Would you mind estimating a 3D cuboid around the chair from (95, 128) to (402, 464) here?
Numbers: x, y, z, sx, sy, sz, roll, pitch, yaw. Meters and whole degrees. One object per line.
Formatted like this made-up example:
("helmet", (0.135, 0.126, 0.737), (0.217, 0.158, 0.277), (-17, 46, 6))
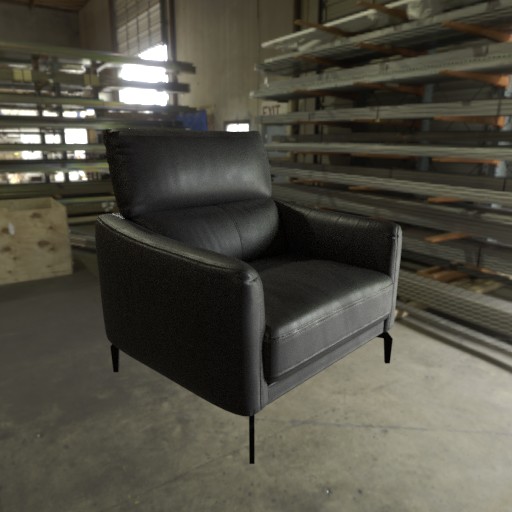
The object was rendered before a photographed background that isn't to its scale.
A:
("chair", (0.000, 0.000, 1.702), (0.809, 0.949, 0.976), (13, 20, 42))
